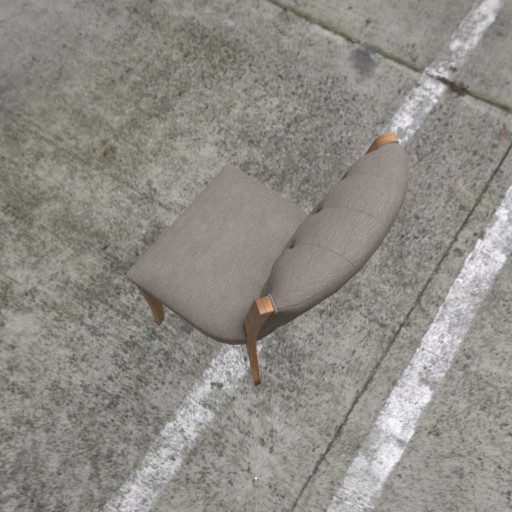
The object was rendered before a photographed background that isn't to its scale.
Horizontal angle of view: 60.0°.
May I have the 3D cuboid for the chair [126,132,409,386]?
[{"bbox_3d":[0.000,0.000,1.265,0.584,0.905,0.513,32,68,15],"label":"chair"}]
